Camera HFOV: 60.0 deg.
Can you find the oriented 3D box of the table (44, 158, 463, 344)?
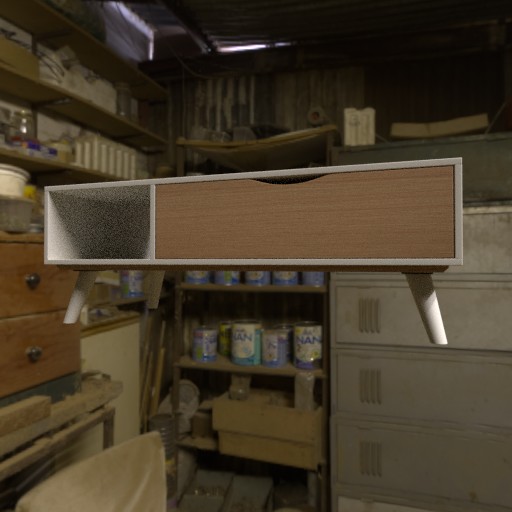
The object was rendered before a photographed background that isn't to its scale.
[{"bbox_3d":[0.000,0.000,1.481,1.194,0.432,0.609,0,-1,19],"label":"table"}]
